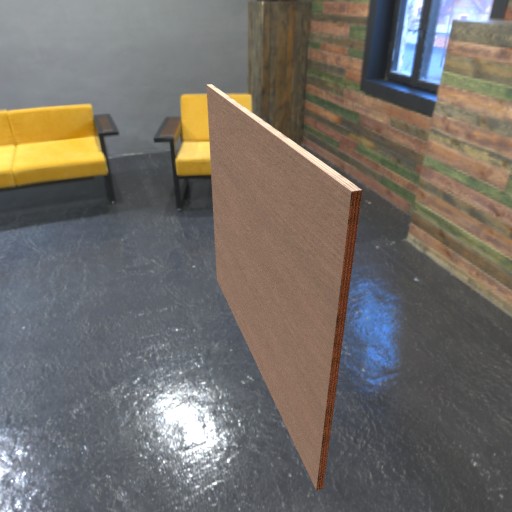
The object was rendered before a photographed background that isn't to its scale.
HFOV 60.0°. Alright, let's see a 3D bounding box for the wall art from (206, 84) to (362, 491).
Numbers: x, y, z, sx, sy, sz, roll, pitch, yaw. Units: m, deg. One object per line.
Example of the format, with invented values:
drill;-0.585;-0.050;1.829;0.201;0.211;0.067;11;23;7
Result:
wall art;0.000;0.000;0.668;0.010;0.408;0.508;-10;32;-16
